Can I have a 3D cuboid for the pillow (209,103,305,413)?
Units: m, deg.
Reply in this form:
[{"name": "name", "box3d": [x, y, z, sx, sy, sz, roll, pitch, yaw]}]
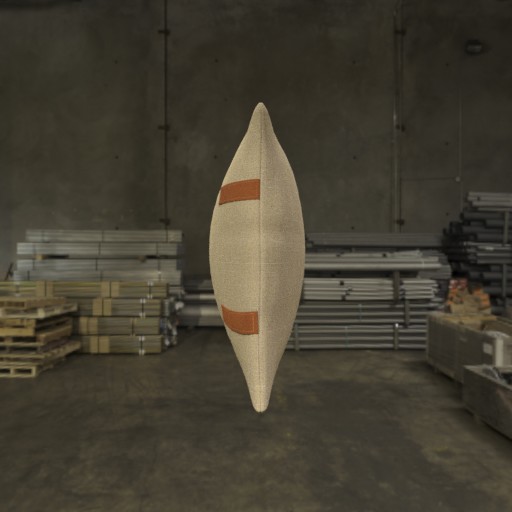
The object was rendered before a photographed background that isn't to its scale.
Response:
[{"name": "pillow", "box3d": [0.000, 0.000, 0.738, 0.148, 0.308, 0.612, 0, 0, -1]}]
